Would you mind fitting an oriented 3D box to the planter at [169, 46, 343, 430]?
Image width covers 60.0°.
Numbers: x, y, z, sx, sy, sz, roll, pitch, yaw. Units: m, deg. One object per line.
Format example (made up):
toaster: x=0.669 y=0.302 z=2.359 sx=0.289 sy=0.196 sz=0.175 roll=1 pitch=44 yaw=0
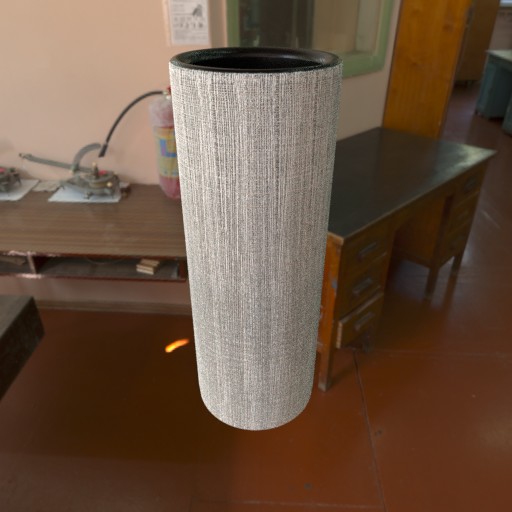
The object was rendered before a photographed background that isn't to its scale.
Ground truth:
planter: x=0.000 y=0.000 z=0.326 sx=0.100 sy=0.270 sz=0.100 roll=22 pitch=38 yaw=31
